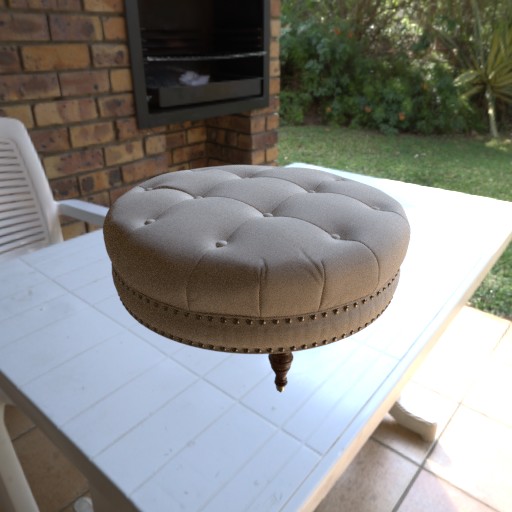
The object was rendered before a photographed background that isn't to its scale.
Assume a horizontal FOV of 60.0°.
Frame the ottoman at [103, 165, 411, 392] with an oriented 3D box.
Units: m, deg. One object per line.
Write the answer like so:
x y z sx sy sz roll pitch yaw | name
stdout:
0.000 0.000 1.473 0.940 0.483 0.940 0 26 0 | ottoman
